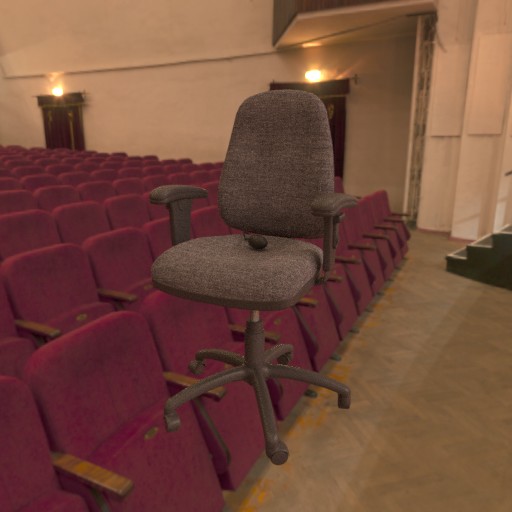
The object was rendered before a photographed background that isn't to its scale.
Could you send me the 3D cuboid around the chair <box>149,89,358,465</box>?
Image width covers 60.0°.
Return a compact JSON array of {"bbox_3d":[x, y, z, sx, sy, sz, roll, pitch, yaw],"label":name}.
[{"bbox_3d":[0.000,0.000,1.246,0.550,0.910,0.530,7,16,26],"label":"chair"}]
